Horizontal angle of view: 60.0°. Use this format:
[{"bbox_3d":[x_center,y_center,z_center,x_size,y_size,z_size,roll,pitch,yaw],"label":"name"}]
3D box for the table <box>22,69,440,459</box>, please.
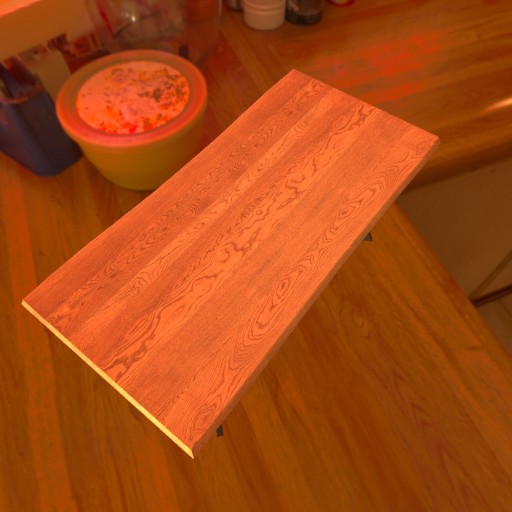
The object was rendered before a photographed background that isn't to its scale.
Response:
[{"bbox_3d":[0.000,0.000,2.237,0.900,0.770,1.800,33,64,19],"label":"table"}]
